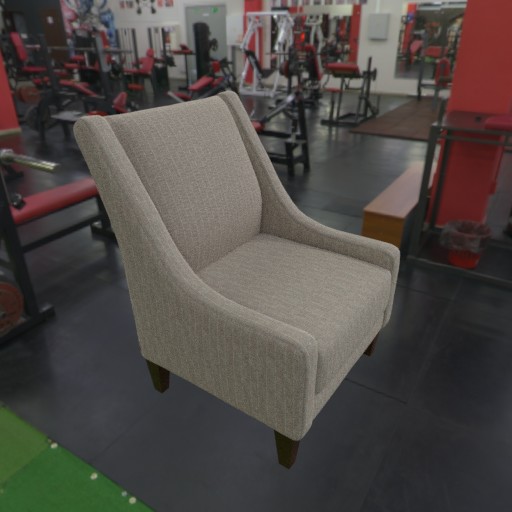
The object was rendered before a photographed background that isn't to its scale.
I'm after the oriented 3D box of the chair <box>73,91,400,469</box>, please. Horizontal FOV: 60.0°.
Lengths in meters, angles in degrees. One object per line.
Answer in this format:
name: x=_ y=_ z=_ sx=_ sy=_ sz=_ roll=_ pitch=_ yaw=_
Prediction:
chair: x=0.000 y=0.000 z=1.623 sx=0.870 sy=1.014 sz=0.774 roll=18 pitch=33 yaw=31
